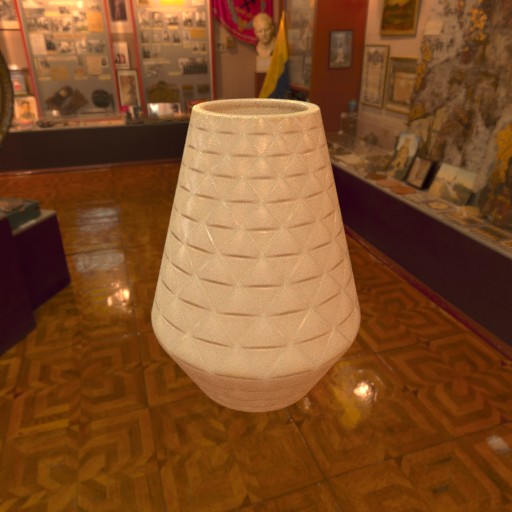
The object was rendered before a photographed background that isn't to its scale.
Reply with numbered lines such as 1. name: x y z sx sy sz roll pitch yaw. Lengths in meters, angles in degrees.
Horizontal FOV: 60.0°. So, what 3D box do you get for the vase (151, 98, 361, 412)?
1. vase: 0.000 0.000 0.357 0.175 0.230 0.175 0 26 0
